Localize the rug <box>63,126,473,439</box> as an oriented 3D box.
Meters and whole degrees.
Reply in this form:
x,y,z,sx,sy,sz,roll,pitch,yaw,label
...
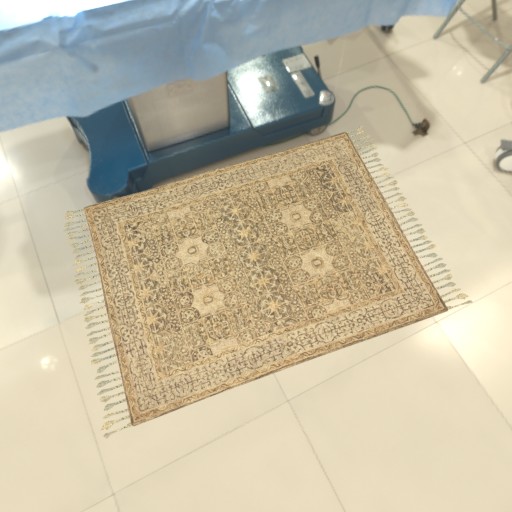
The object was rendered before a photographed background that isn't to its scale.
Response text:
x,y,z,sx,sy,sz,roll,pitch,yaw,label
0.000,0.000,3.062,2.465,0.023,1.619,-18,65,-8,rug
